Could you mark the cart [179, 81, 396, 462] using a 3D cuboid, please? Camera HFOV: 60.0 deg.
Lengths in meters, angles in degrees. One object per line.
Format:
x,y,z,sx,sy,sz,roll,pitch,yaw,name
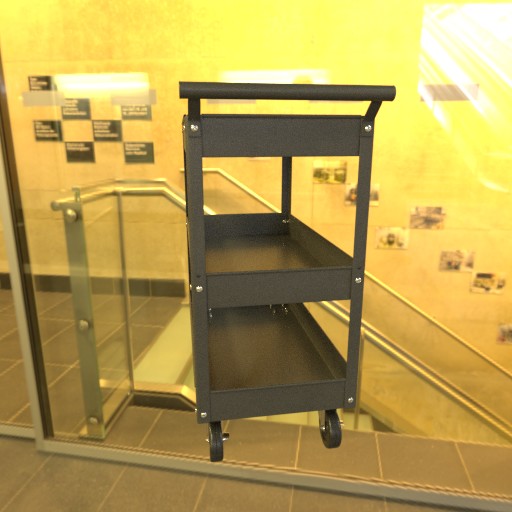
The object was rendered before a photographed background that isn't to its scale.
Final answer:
0.000,0.000,1.167,0.366,0.780,0.719,-3,15,-9,cart
